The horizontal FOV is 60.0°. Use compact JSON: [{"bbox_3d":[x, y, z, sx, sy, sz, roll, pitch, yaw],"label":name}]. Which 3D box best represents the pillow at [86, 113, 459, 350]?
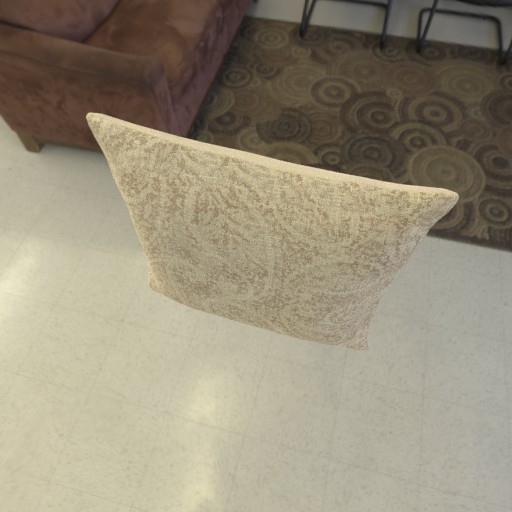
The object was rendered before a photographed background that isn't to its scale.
[{"bbox_3d":[0.000,0.000,0.800,0.523,0.510,0.166,15,59,9],"label":"pillow"}]
